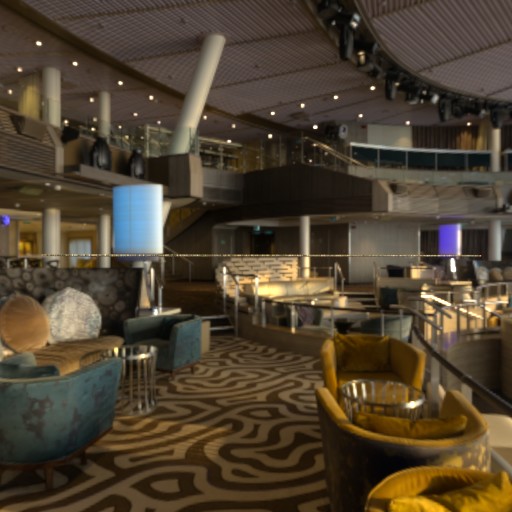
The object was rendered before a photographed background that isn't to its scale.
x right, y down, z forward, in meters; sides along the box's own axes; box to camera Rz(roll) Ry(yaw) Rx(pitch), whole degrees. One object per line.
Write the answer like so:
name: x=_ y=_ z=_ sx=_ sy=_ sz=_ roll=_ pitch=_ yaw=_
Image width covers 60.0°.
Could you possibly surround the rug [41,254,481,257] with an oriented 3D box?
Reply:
rug: x=0.000 y=0.000 z=3.014 sx=2.435 sy=0.006 sz=1.521 roll=0 pitch=0 yaw=-17
